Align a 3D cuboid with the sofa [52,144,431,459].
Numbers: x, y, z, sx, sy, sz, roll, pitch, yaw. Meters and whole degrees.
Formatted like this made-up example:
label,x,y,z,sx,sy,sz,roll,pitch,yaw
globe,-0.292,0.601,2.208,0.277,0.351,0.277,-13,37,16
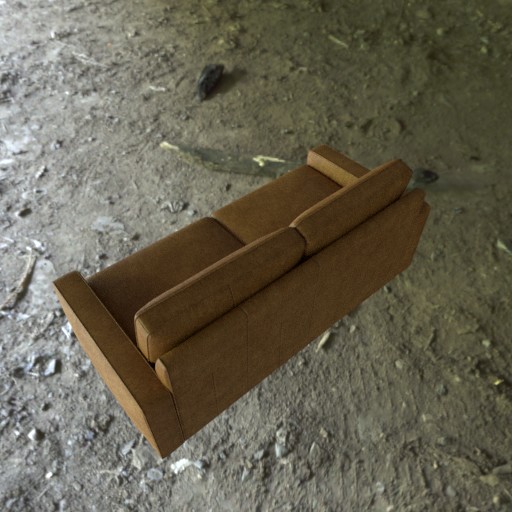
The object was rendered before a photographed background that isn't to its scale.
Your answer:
label,x,y,z,sx,sy,sz,roll,pitch,yaw
sofa,0.000,0.000,2.697,2.156,0.928,0.991,-31,54,-27
